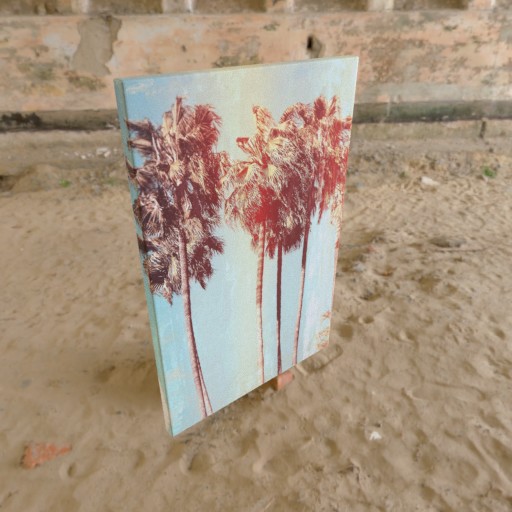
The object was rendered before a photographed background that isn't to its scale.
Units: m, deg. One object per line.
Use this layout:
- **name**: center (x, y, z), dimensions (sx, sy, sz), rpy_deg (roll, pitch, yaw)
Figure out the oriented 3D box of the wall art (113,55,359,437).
- **wall art**: center (0.000, 0.000, 1.149), dimensions (0.605, 0.915, 0.037), rpy_deg (-21, 36, -32)
